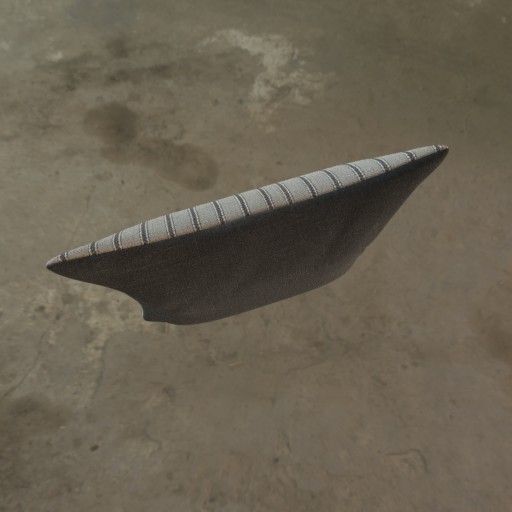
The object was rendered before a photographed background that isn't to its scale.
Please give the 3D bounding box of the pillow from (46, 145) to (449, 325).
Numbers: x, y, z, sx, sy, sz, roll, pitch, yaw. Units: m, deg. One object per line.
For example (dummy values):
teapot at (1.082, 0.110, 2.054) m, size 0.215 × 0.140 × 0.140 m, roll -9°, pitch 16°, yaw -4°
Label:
pillow at (0.000, 0.000, 0.692) m, size 0.468 × 0.444 × 0.138 m, roll -17°, pitch 75°, yaw -5°
